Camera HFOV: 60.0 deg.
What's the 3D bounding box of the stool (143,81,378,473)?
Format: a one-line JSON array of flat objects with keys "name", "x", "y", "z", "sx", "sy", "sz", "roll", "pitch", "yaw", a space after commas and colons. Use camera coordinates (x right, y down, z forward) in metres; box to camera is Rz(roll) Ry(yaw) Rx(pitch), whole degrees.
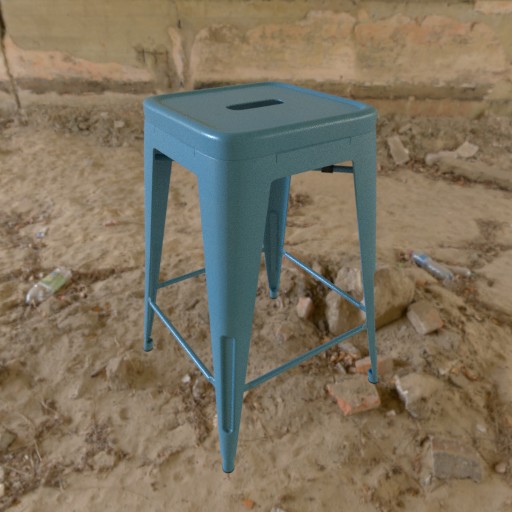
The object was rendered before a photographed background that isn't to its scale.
[{"name": "stool", "x": 0.000, "y": 0.000, "z": 0.904, "sx": 0.410, "sy": 0.608, "sz": 0.410, "roll": -19, "pitch": 36, "yaw": -29}]
